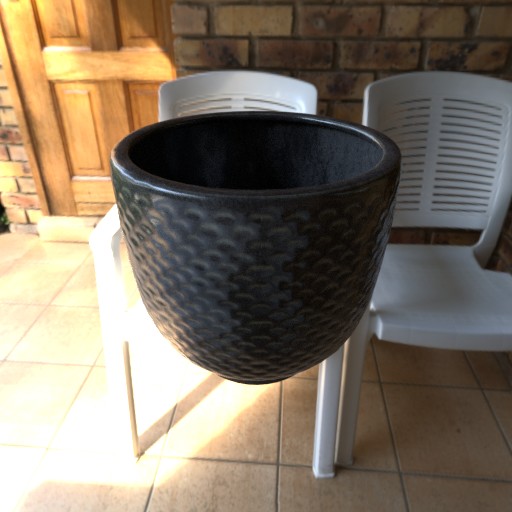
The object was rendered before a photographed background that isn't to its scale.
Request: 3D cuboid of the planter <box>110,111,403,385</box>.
[{"bbox_3d":[0.000,0.000,0.307,0.172,0.160,0.172,0,31,0],"label":"planter"}]
